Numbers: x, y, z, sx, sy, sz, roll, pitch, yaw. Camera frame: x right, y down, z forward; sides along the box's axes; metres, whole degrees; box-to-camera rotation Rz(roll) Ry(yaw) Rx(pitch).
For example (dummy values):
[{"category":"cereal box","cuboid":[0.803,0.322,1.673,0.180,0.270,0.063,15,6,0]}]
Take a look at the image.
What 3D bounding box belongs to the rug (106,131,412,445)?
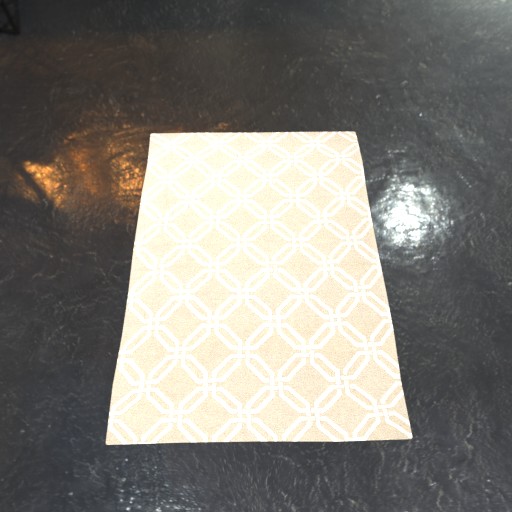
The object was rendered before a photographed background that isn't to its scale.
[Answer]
[{"category":"rug","cuboid":[0.000,0.000,2.721,1.524,0.013,2.135,-1,59,-1]}]
